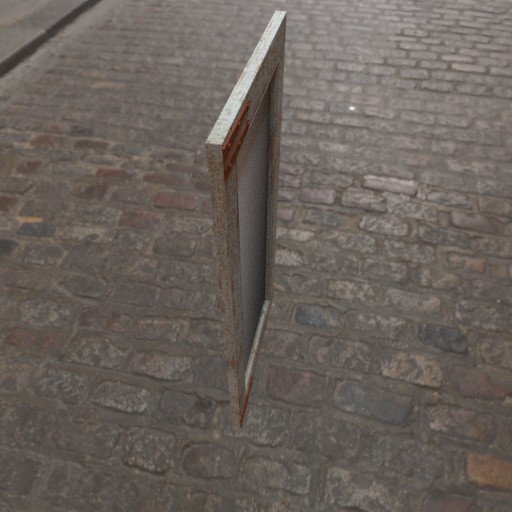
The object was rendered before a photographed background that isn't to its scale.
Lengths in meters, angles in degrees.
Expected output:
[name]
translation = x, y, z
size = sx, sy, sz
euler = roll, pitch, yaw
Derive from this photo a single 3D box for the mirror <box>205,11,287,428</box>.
[mirror]
translation = 0.000, 0.000, 1.055
size = 0.027, 0.922, 0.472
euler = 9, 48, 9
